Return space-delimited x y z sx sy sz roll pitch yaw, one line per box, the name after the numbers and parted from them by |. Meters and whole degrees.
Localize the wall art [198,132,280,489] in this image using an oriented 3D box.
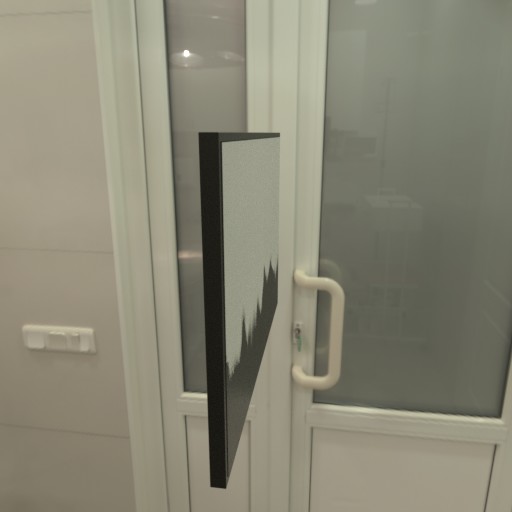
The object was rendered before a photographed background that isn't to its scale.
0.000 0.000 0.830 0.022 0.446 0.659 2 16 8 | wall art
